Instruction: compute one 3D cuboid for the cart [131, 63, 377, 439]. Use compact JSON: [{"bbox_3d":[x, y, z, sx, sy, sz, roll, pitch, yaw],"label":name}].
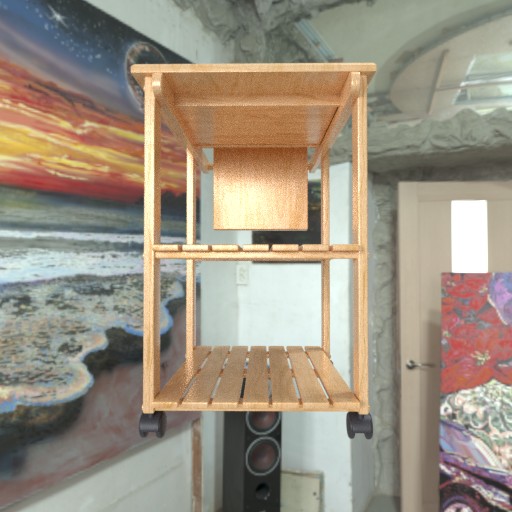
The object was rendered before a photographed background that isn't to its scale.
[{"bbox_3d":[0.000,0.000,1.334,0.520,0.816,0.843,0,-1,1],"label":"cart"}]
